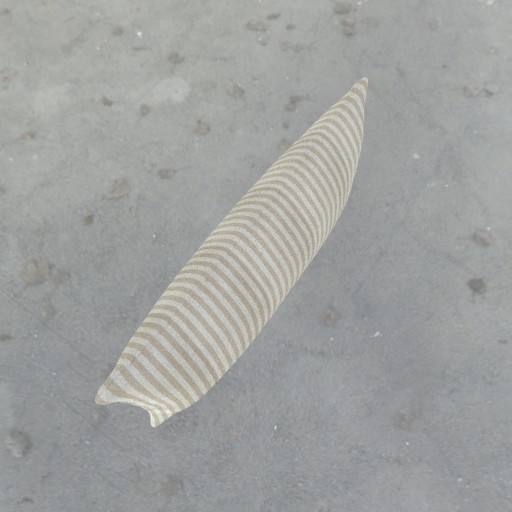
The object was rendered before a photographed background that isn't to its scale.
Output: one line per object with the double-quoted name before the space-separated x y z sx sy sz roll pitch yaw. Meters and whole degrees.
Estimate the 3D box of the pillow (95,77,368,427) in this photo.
"pillow" 0.000 0.000 0.730 0.151 0.295 0.617 32 68 15
